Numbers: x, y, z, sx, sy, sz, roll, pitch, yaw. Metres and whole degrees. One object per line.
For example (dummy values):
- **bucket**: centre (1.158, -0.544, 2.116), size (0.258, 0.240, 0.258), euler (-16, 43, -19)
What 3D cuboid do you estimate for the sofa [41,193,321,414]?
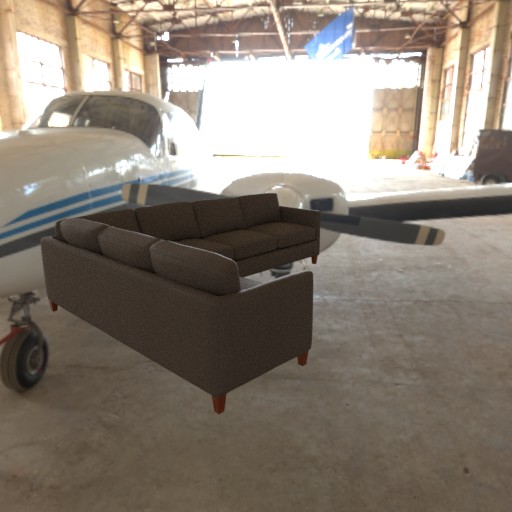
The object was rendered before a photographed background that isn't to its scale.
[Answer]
- **sofa**: centre (0.000, 0.000, 4.537), size (2.593, 0.947, 3.302), euler (14, 20, 42)
